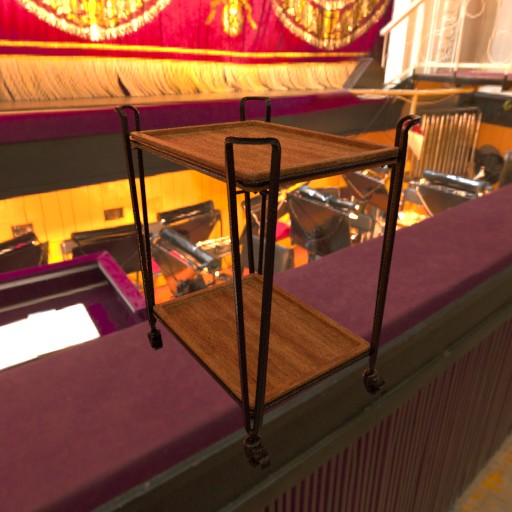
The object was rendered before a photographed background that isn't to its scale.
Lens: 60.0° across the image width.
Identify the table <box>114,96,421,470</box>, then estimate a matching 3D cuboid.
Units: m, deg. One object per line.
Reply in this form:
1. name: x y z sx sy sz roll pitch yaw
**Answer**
1. table: 0.000 0.000 1.251 0.505 0.785 0.672 -17 29 -32
